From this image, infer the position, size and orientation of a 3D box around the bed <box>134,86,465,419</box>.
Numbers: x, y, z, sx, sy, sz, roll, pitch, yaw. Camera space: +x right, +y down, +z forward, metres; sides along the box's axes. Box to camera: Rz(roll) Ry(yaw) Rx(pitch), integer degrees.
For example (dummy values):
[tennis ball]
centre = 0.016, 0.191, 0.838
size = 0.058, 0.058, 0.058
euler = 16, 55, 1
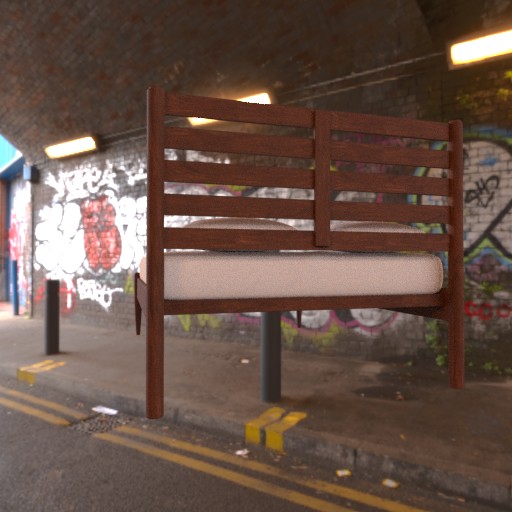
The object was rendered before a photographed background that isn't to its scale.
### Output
[bed]
centre = 0.000, 0.000, 2.937
size = 1.509, 1.304, 2.093
euler = 0, -1, -17
